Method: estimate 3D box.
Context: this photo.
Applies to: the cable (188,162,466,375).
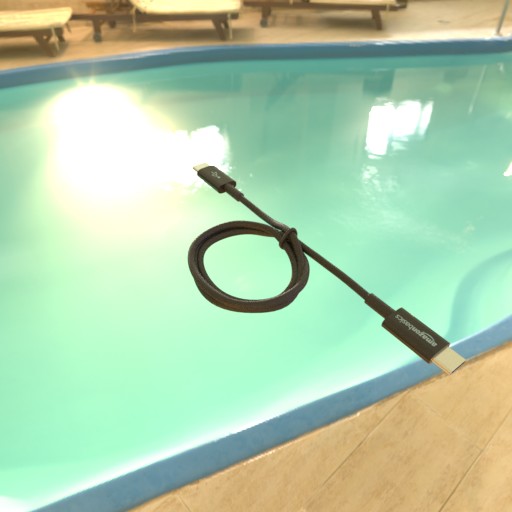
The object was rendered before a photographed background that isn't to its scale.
[{"bbox_3d":[0.000,0.000,0.227,0.070,0.014,0.203,-26,48,-27],"label":"cable"}]
